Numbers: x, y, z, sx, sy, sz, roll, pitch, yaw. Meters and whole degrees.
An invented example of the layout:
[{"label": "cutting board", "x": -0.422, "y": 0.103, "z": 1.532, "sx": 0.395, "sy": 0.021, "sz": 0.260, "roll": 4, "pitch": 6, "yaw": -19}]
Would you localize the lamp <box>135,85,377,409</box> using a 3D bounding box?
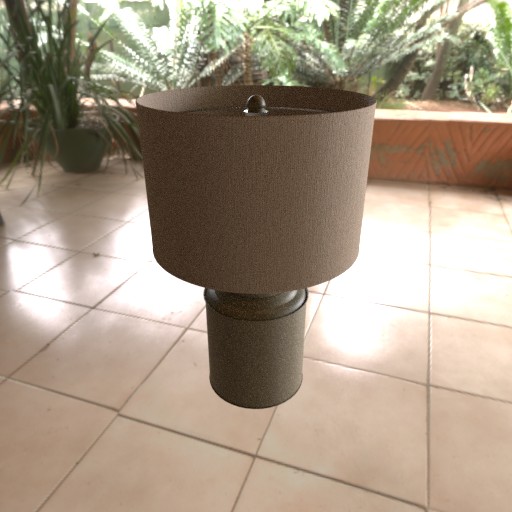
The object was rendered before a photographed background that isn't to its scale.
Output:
[{"label": "lamp", "x": 0.000, "y": 0.000, "z": 0.707, "sx": 0.318, "sy": 0.486, "sz": 0.318, "roll": 0, "pitch": 27, "yaw": 0}]
